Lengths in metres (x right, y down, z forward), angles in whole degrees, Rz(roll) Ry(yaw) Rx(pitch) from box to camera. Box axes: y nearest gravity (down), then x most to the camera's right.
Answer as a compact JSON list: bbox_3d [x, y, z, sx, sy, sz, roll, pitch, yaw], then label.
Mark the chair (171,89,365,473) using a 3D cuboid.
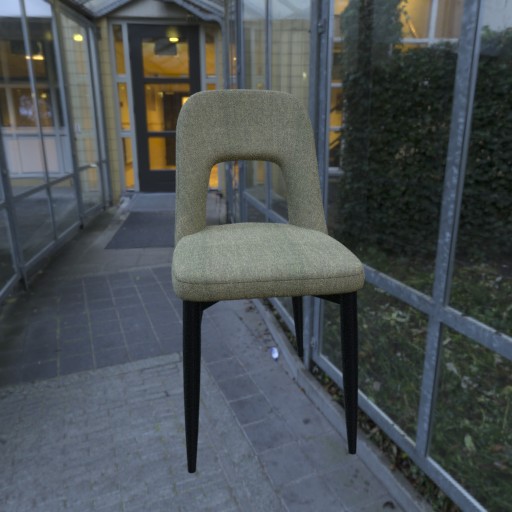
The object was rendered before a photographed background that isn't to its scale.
[{"bbox_3d":[0.000,0.000,1.273,0.470,0.931,0.612,-3,17,-8],"label":"chair"}]
